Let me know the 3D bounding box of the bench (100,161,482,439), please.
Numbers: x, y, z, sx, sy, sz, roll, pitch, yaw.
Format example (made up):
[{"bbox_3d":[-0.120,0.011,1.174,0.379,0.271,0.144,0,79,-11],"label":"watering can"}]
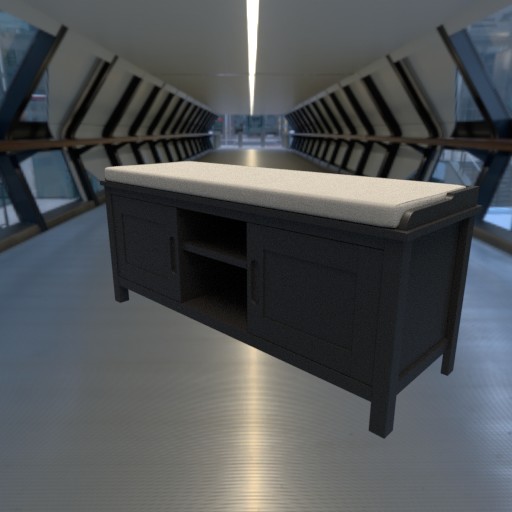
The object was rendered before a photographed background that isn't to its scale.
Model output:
[{"bbox_3d":[0.000,0.000,1.373,1.140,0.501,0.398,15,22,42],"label":"bench"}]
